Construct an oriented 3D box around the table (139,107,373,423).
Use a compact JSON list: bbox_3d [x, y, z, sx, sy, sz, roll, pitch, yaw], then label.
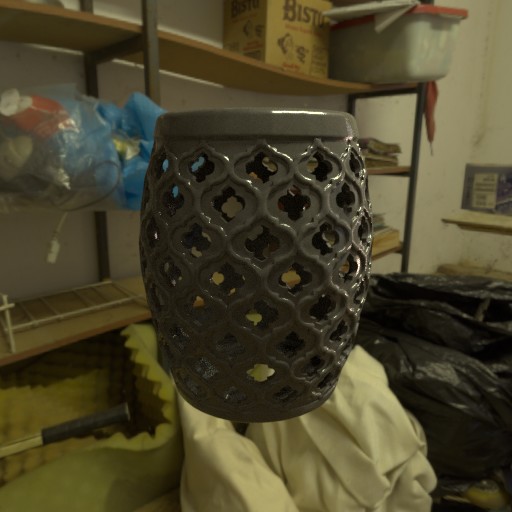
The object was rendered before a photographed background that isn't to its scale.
[{"bbox_3d":[0.000,0.000,0.640,0.325,0.388,0.325,0,14,0],"label":"table"}]
